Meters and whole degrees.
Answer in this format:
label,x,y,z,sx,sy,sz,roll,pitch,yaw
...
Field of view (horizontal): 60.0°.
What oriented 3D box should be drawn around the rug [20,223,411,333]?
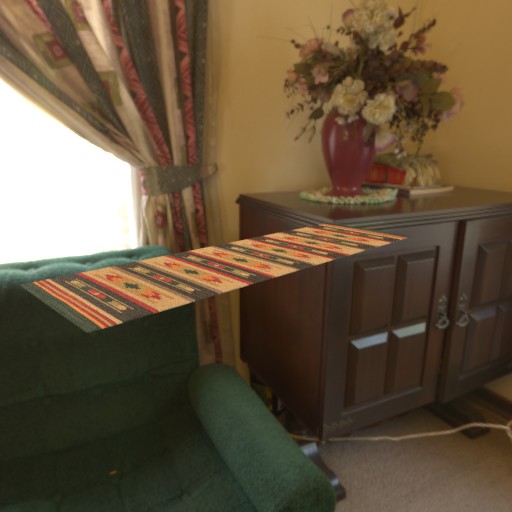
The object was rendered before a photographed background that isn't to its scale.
label,x,y,z,sx,sy,sz,roll,pitch,yaw
rug,0.000,0.000,2.699,2.440,0.009,0.760,-14,20,-42
